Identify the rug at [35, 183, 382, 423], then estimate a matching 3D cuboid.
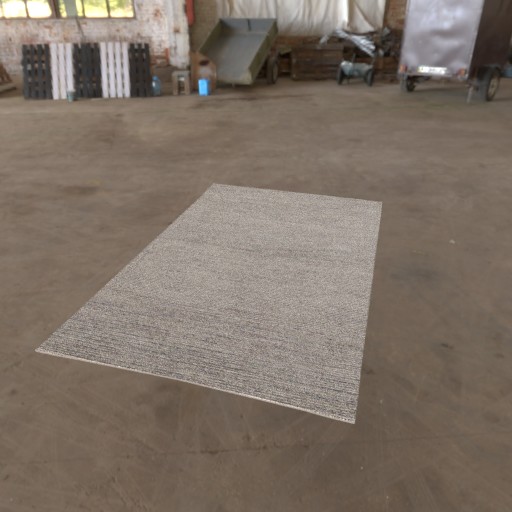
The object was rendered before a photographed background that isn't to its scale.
[{"bbox_3d":[0.000,0.000,2.234,1.162,0.022,1.804,8,31,14],"label":"rug"}]
